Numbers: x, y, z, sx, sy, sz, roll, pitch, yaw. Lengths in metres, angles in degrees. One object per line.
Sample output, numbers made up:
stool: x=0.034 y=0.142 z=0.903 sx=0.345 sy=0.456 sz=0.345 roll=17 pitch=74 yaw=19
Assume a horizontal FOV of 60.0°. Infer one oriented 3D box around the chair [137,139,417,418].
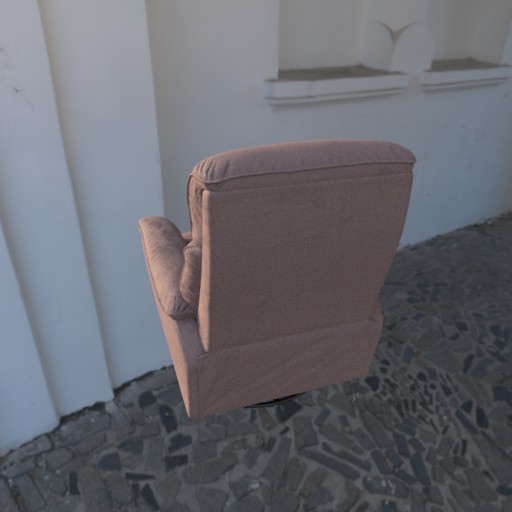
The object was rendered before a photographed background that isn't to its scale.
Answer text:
chair: x=0.000 y=0.000 z=1.711 sx=0.820 sy=1.037 sz=1.004 roll=-8 pitch=27 yaw=-16
